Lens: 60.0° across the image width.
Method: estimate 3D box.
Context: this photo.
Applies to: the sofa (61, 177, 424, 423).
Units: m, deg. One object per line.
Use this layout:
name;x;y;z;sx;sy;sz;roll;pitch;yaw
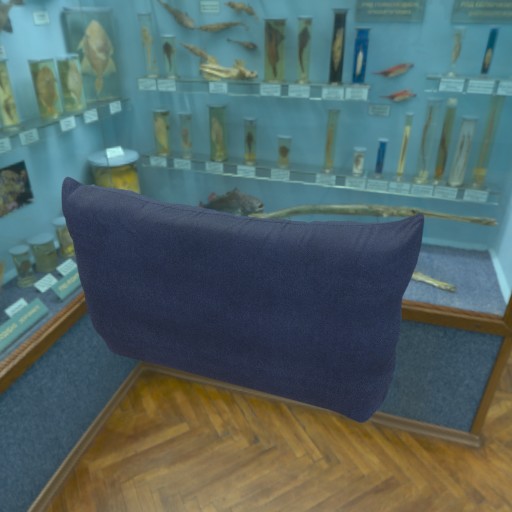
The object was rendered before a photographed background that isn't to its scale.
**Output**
sofa;0.000;0.000;1.714;1.122;0.778;0.849;10;31;16
